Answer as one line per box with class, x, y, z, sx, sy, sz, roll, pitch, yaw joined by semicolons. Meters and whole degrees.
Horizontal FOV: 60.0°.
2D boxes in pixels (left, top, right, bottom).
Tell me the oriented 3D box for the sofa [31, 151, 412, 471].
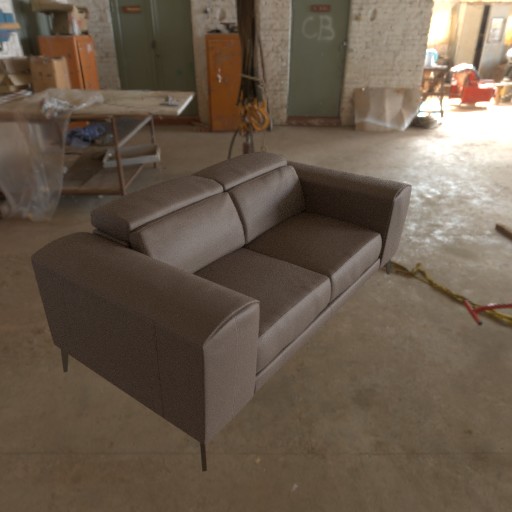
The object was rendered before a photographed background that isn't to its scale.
sofa;0.000;0.000;2.368;1.003;0.779;1.895;19;33;32
